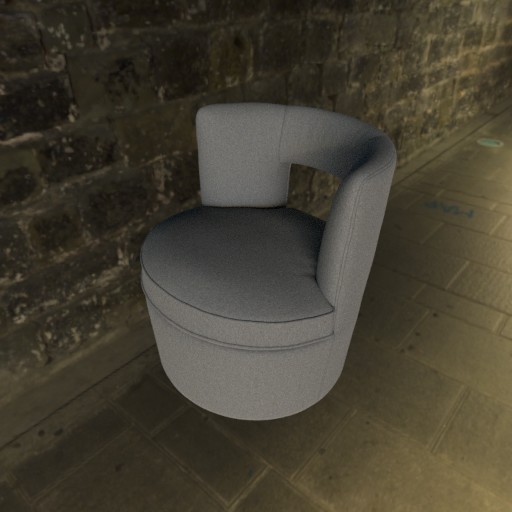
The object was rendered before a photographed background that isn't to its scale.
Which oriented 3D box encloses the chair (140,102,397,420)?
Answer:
[{"bbox_3d":[0.000,0.000,1.289,0.660,0.719,0.689,-20,37,-29],"label":"chair"}]
